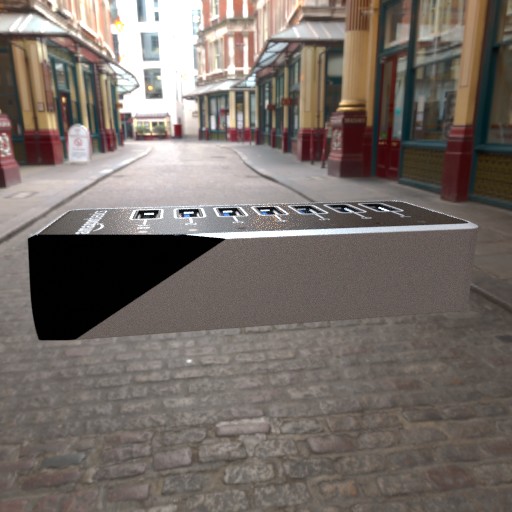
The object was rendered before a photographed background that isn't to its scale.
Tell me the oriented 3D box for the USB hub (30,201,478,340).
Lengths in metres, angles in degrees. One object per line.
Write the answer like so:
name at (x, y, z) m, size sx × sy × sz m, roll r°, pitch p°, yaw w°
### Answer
USB hub at (0.000, 0.000, 0.126) m, size 0.110 × 0.023 × 0.044 m, roll -3°, pitch 16°, yaw -10°
